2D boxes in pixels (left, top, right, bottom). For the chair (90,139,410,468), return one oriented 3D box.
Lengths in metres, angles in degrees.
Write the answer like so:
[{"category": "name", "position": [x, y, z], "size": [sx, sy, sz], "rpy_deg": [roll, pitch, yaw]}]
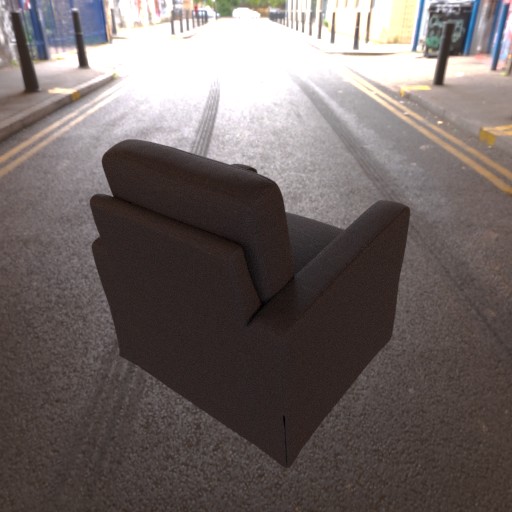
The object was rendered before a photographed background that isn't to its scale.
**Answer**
[{"category": "chair", "position": [0.000, 0.000, 1.542], "size": [0.798, 0.855, 0.863], "rpy_deg": [21, 36, 33]}]
